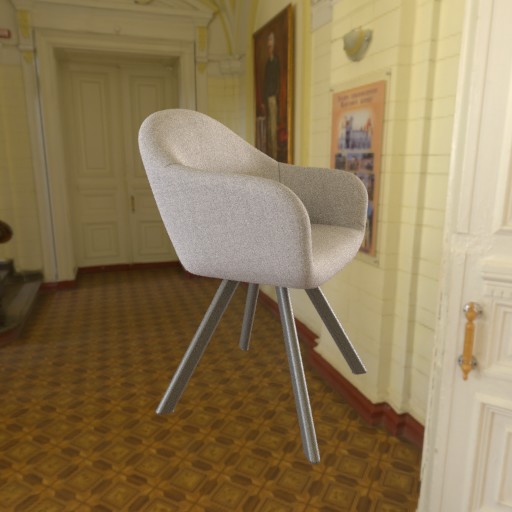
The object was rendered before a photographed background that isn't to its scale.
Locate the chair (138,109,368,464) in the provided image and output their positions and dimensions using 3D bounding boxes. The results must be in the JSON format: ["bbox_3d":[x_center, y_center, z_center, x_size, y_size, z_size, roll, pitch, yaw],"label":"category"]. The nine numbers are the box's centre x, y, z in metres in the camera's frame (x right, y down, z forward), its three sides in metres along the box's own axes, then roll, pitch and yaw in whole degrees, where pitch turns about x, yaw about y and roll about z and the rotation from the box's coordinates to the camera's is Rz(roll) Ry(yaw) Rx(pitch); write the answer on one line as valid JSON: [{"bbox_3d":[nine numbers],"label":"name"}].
[{"bbox_3d":[0.000,0.000,1.228,0.550,0.795,0.590,6,14,26],"label":"chair"}]
